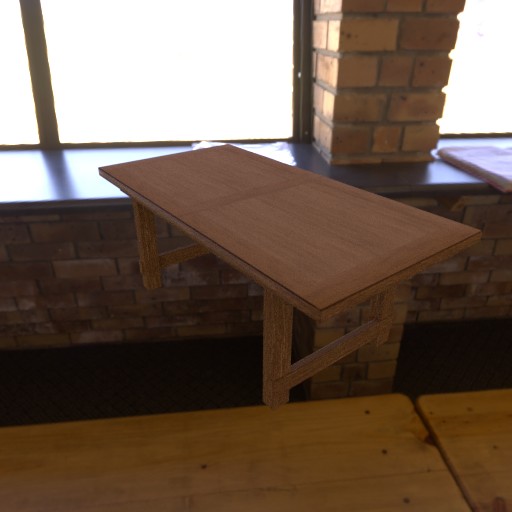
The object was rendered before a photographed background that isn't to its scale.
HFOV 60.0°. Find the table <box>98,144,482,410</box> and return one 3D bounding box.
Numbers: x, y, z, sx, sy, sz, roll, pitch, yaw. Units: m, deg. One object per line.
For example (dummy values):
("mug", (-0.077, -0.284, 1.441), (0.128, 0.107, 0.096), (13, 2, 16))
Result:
("table", (0.000, 0.000, 2.553), (1.000, 0.762, 1.982), (-20, 34, -33))
